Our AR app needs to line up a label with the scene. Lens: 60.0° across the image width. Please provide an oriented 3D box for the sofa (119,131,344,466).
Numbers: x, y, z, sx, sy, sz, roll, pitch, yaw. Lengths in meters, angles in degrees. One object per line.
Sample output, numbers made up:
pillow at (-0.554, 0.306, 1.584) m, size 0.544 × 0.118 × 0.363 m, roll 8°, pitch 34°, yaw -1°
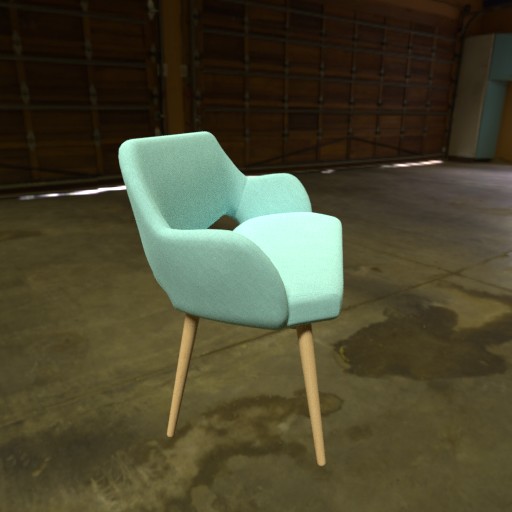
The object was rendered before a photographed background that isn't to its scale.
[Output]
sofa at (0.000, 0.000, 1.597) m, size 0.610 × 0.840 × 1.150 m, roll 3°, pitch 18°, yaw 10°
